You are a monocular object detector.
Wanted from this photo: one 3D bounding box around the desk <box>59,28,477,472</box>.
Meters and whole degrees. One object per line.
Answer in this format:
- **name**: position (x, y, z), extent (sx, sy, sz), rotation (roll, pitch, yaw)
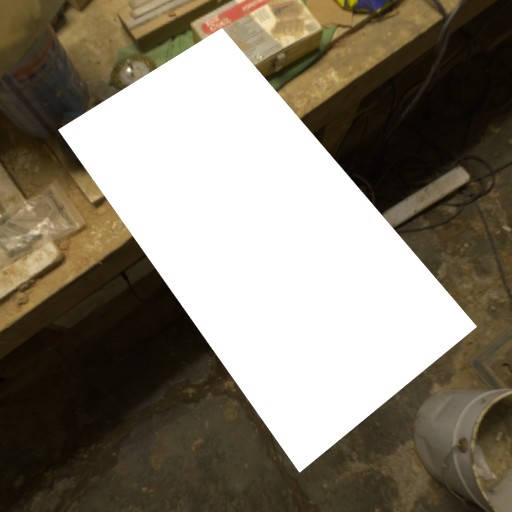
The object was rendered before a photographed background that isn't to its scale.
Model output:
- **desk**: position (0.000, 0.000, 1.524), extent (0.560, 0.730, 1.096), rotation (-36, 79, -8)
